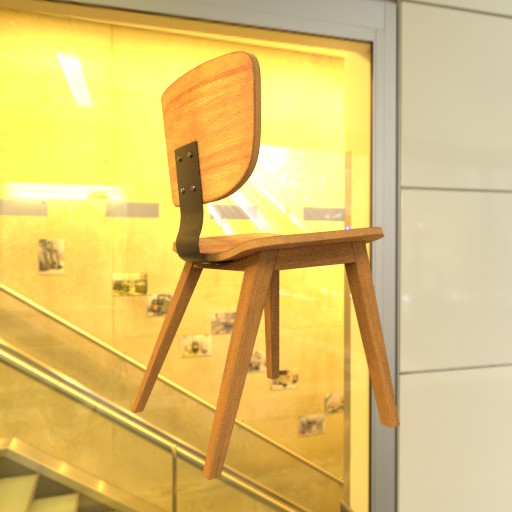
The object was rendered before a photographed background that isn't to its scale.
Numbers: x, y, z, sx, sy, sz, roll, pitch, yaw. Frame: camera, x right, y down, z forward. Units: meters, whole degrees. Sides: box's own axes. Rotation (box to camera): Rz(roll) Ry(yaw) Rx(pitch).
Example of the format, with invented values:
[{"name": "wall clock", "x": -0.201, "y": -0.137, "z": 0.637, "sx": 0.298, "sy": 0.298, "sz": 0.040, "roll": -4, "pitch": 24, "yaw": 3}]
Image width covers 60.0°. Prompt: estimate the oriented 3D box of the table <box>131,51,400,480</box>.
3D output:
[{"name": "table", "x": 0.000, "y": 0.000, "z": 1.115, "sx": 0.500, "sy": 0.805, "sz": 0.499, "roll": -1, "pitch": 1, "yaw": -35}]
